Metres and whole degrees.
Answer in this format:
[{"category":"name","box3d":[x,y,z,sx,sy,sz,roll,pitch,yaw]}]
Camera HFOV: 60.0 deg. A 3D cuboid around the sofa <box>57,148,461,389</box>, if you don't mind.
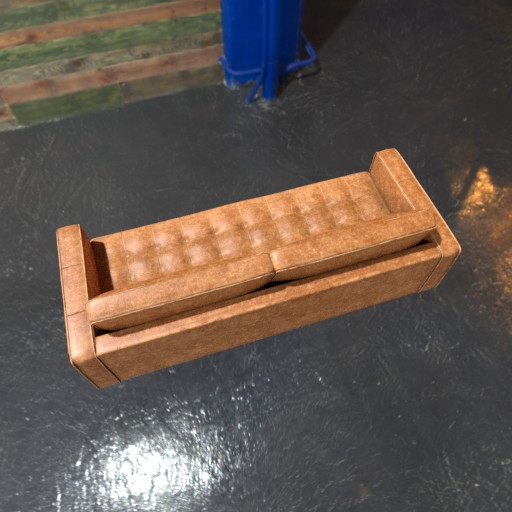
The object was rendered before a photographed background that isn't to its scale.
[{"category":"sofa","box3d":[0.000,0.000,2.695,2.199,0.779,0.886,-15,60,-9]}]
